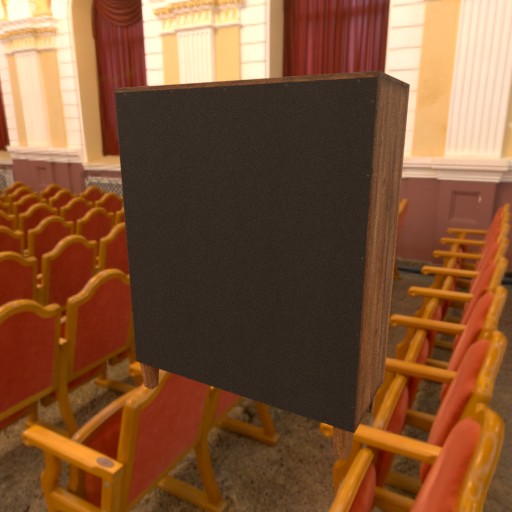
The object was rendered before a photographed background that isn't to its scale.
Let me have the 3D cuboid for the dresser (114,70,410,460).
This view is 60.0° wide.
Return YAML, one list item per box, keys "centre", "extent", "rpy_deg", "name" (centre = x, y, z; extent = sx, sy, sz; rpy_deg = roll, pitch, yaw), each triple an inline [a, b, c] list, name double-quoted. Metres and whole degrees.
- centre: [0.000, 0.000, 1.894]
  extent: [1.067, 1.359, 0.438]
  rpy_deg: [9, 18, 28]
  name: "dresser"
